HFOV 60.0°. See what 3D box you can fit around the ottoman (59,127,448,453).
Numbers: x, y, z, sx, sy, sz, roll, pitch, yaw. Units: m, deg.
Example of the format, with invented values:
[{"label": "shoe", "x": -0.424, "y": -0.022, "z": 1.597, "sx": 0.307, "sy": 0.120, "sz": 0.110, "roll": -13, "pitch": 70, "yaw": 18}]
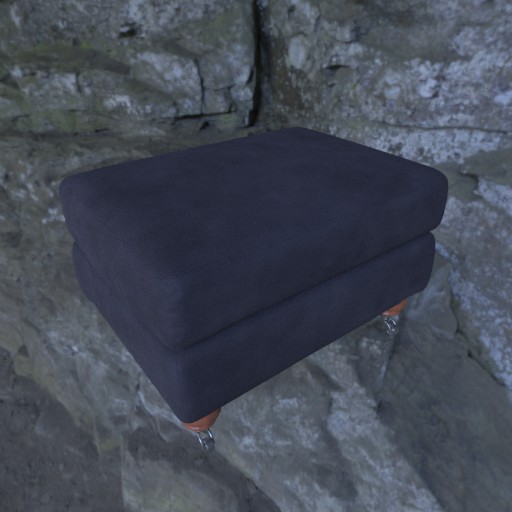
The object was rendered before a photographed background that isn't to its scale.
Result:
[{"label": "ottoman", "x": 0.000, "y": 0.000, "z": 1.132, "sx": 0.773, "sy": 0.497, "sz": 0.574, "roll": -21, "pitch": 37, "yaw": -31}]
